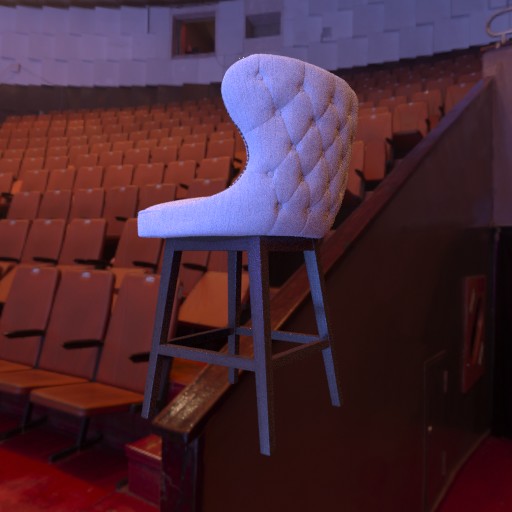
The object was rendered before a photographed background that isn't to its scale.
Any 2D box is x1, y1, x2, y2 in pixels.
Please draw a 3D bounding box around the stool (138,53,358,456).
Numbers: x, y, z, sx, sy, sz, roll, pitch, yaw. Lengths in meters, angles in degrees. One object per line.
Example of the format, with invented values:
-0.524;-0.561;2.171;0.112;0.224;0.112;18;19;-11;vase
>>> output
0.000;0.000;1.370;0.597;0.972;0.615;0;1;35;stool
